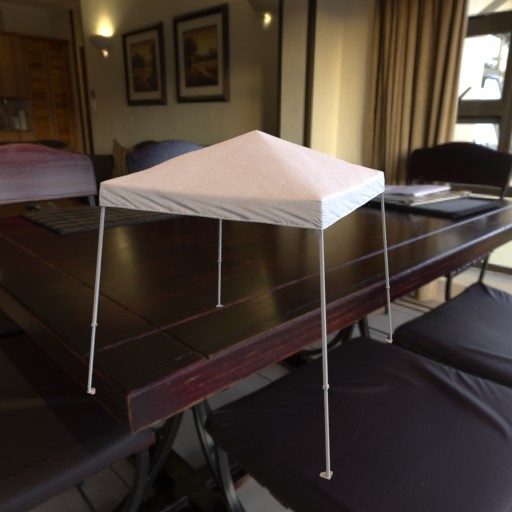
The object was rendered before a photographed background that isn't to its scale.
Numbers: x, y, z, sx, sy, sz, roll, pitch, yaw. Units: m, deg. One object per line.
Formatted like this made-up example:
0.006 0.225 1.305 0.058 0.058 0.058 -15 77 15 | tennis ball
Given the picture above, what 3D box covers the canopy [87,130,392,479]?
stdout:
0.000 0.000 5.215 2.849 2.849 2.848 8 18 26 | canopy
